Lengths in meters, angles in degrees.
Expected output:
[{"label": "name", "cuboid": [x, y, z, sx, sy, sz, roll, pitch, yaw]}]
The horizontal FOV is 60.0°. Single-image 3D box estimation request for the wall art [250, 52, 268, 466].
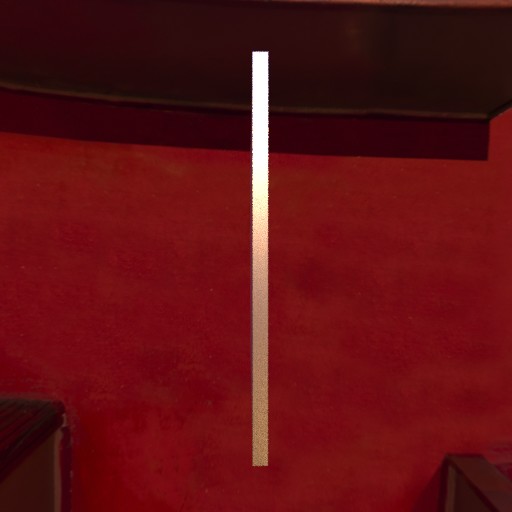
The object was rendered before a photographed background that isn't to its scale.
[{"label": "wall art", "cuboid": [0.000, 0.000, 1.396, 0.030, 1.046, 0.816, 0, 91, -1]}]
